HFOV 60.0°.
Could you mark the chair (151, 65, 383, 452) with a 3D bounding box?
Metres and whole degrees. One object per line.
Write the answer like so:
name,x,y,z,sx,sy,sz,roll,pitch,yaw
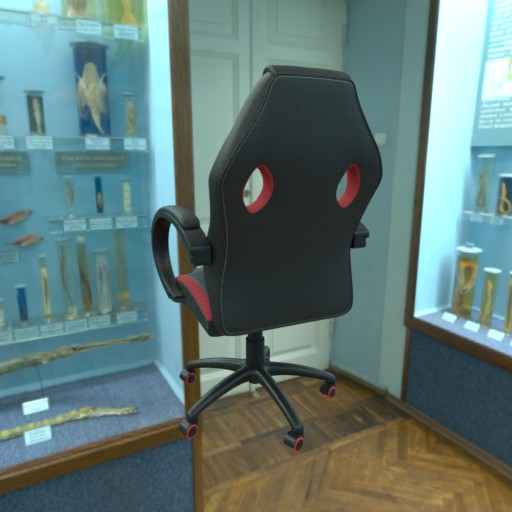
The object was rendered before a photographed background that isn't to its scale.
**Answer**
chair,0.000,0.000,1.621,0.673,1.187,0.724,-6,14,-25
